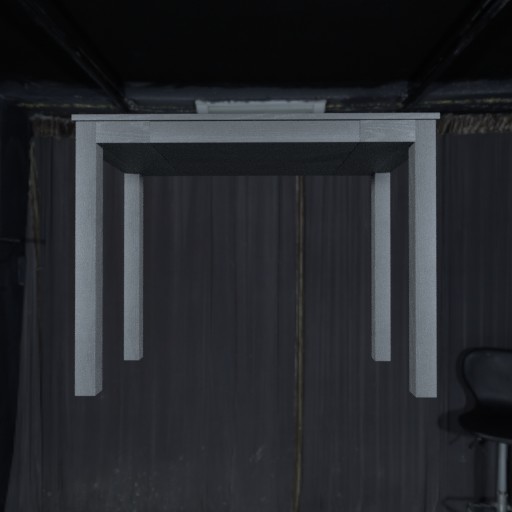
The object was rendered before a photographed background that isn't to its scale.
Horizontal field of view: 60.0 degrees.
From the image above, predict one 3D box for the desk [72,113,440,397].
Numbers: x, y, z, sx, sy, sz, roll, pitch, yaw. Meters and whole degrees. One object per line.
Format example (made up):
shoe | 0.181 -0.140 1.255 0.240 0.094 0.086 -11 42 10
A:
desk | 0.000 0.000 1.438 0.991 0.762 0.499 0 -1 1
